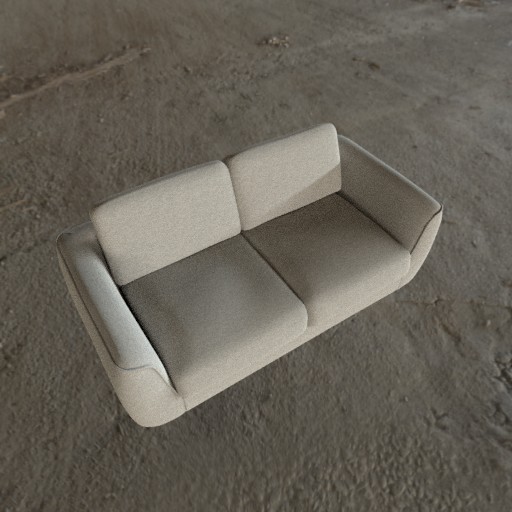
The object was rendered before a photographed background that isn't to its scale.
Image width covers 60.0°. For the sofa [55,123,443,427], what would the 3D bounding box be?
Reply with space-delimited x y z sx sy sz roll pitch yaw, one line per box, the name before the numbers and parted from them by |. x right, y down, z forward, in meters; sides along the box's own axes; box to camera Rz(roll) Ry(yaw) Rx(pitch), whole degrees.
sofa | 0.000 0.000 2.209 1.700 0.850 0.920 -25 51 -22
